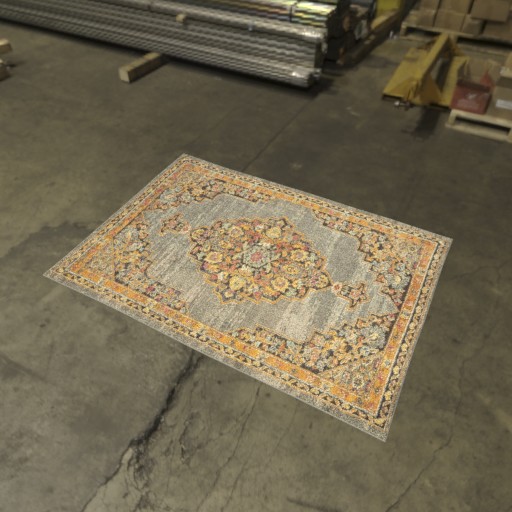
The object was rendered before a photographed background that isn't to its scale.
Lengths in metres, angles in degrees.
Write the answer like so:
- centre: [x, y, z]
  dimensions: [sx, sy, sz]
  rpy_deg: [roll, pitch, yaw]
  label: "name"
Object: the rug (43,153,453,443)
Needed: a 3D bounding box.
- centre: [0.000, 0.000, 4.012]
  dimensions: [3.063, 0.024, 2.158]
  rpy_deg: [21, 50, 19]
  label: "rug"
